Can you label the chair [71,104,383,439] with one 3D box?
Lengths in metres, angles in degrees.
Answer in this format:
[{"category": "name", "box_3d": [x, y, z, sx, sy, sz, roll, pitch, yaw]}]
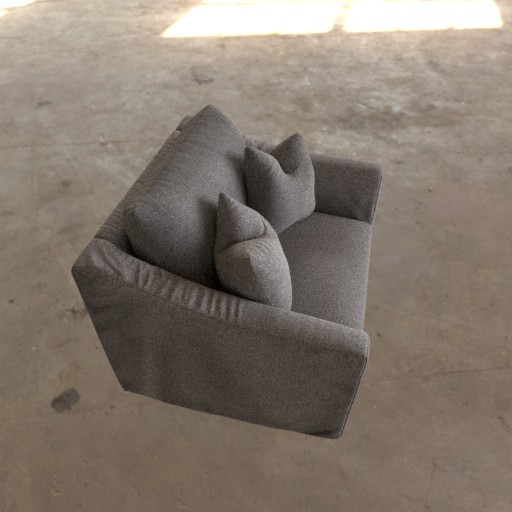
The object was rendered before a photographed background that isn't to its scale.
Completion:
[{"category": "chair", "box_3d": [0.000, 0.000, 2.092, 1.071, 1.059, 1.194, 10, 45, 10]}]
